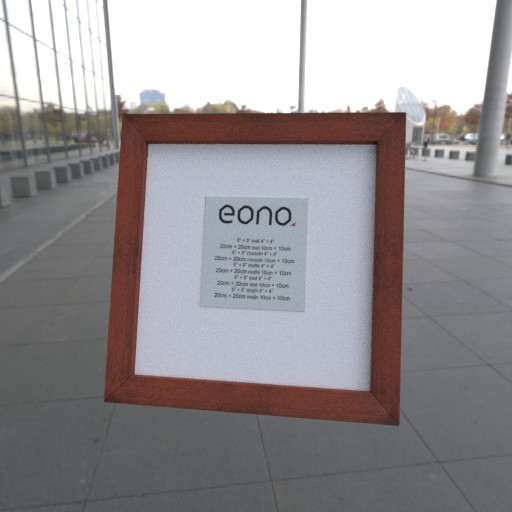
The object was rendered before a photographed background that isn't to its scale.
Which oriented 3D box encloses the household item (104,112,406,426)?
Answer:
[{"bbox_3d":[0.000,0.000,0.388,0.240,0.240,0.131,2,16,7],"label":"household item"}]
